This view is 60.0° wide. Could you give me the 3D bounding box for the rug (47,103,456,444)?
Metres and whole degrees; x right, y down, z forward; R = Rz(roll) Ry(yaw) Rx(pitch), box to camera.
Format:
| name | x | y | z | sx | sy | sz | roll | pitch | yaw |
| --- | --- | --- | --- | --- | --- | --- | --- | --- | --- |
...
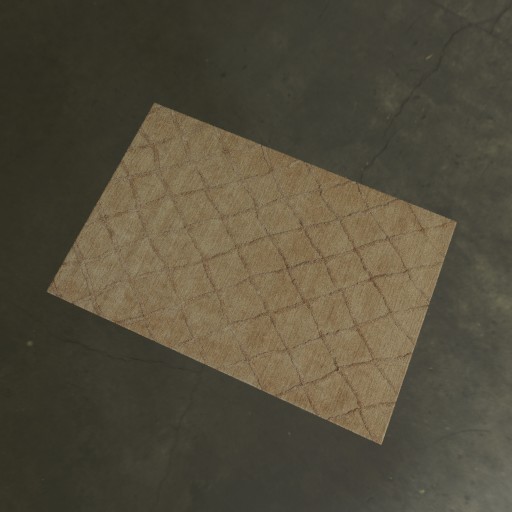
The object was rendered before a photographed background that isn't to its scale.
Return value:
| name | x | y | z | sx | sy | sz | roll | pitch | yaw |
| --- | --- | --- | --- | --- | --- | --- | --- | --- | --- |
| rug | 0.000 | 0.000 | 2.934 | 2.292 | 0.014 | 1.528 | 23 | 76 | 6 |
